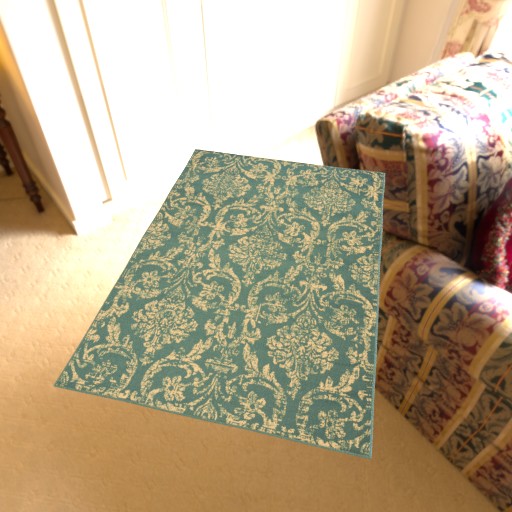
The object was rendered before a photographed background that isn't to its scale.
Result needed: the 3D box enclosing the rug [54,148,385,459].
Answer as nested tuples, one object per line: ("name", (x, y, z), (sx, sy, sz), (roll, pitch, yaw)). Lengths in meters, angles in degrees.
("rug", (0.000, 0.000, 2.823), (1.554, 0.012, 2.205), (9, 47, 9))
